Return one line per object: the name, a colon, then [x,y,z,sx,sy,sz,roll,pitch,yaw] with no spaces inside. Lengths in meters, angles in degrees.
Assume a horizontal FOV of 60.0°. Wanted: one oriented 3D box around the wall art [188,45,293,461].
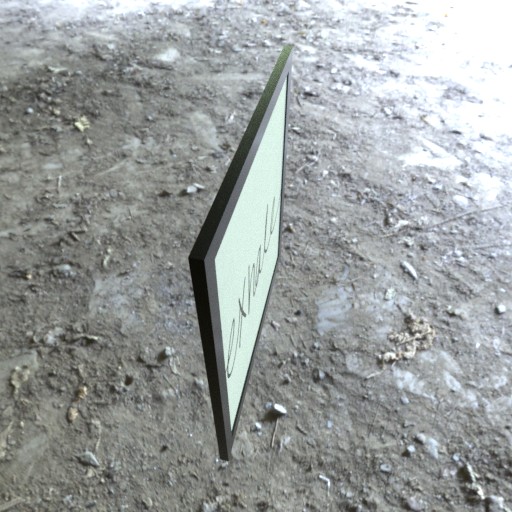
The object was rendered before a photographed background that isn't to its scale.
wall art: [0.000,0.000,0.665,0.014,0.445,0.446,9,47,9]
